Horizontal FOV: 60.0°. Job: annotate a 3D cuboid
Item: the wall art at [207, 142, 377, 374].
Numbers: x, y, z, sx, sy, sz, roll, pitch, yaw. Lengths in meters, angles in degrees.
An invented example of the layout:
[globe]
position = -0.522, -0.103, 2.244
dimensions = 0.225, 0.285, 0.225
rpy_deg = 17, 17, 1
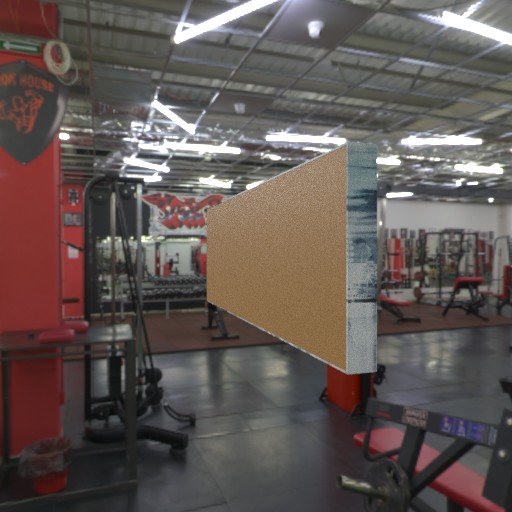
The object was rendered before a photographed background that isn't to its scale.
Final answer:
[wall art]
position = 0.000, 0.000, 0.843
dimensions = 0.037, 0.251, 0.759
rpy_deg = 0, 0, -18
